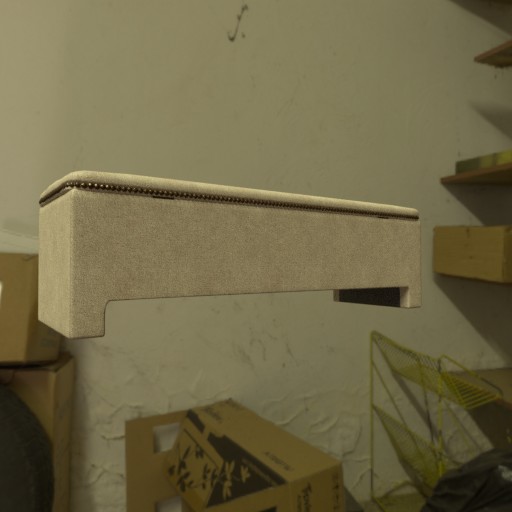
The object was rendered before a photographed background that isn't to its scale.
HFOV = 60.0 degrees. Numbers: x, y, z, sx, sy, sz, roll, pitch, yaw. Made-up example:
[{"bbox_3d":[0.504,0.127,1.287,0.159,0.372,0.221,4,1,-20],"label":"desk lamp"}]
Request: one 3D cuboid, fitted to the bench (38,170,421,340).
[{"bbox_3d":[0.000,0.000,1.723,1.482,0.447,0.470,1,-1,-35],"label":"bench"}]
